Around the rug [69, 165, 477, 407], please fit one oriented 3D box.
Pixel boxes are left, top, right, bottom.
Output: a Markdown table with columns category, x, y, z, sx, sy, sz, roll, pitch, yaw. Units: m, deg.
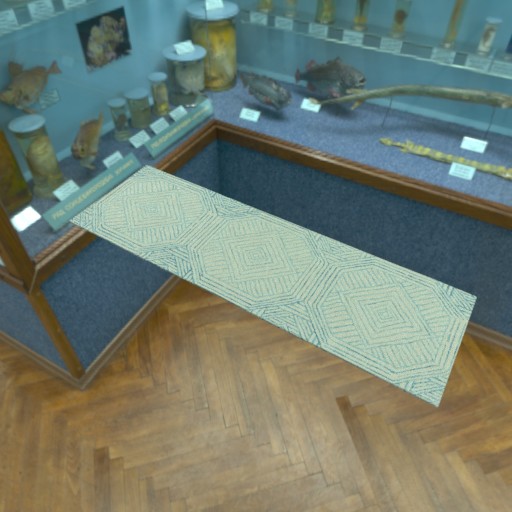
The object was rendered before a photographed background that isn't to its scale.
| category | x | y | z | sx | sy | sz | roll | pitch | yaw |
| --- | --- | --- | --- | --- | --- | --- | --- | --- | --- |
| rug | 0.000 | 0.000 | 2.721 | 2.452 | 0.012 | 0.775 | 24 | 50 | 22 |
